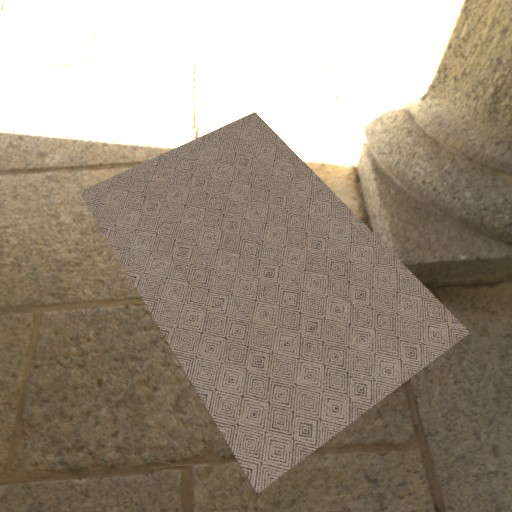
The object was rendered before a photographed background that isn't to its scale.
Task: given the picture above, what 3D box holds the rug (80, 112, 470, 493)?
[{"bbox_3d":[0.000,0.000,2.252,1.175,0.008,1.783,-30,63,-17],"label":"rug"}]
